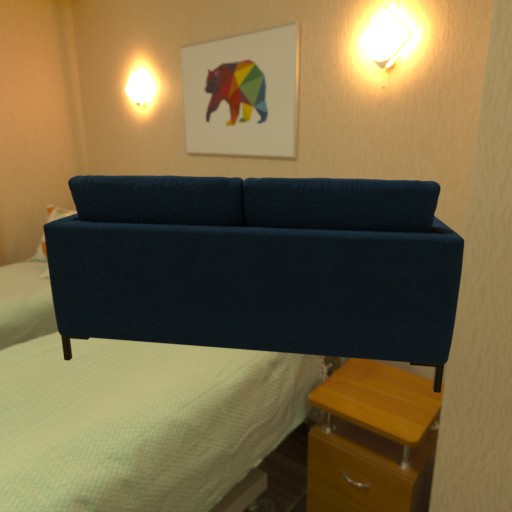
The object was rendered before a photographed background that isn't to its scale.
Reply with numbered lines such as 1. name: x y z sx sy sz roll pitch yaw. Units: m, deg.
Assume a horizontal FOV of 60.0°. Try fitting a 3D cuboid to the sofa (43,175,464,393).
1. sofa: 0.000 0.000 2.159 1.676 0.817 0.875 2 15 9
